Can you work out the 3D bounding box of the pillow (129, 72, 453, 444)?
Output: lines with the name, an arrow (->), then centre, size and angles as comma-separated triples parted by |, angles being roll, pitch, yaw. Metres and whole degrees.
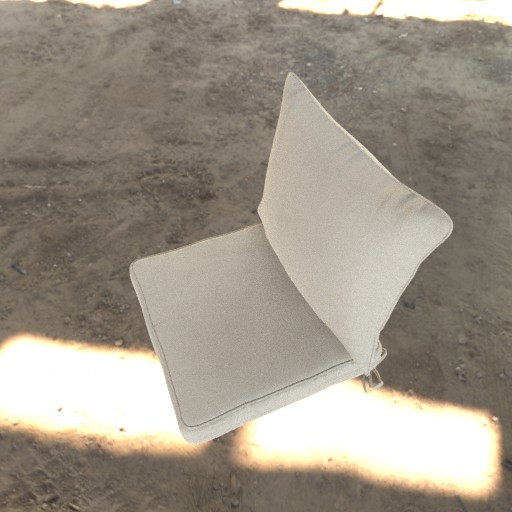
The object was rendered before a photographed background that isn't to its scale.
pillow -> 0.000, 0.000, 1.333 | 0.733, 0.716, 0.798 | -18, 50, -16
